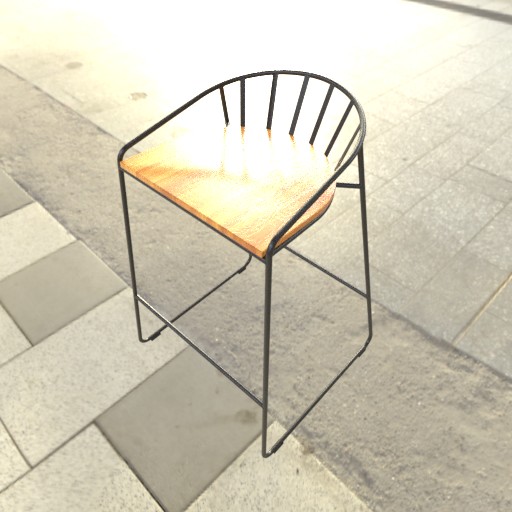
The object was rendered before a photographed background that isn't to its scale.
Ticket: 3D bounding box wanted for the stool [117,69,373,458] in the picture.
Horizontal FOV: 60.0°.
[{"bbox_3d":[0.000,0.000,1.157,0.546,0.812,0.521,33,53,29],"label":"stool"}]
